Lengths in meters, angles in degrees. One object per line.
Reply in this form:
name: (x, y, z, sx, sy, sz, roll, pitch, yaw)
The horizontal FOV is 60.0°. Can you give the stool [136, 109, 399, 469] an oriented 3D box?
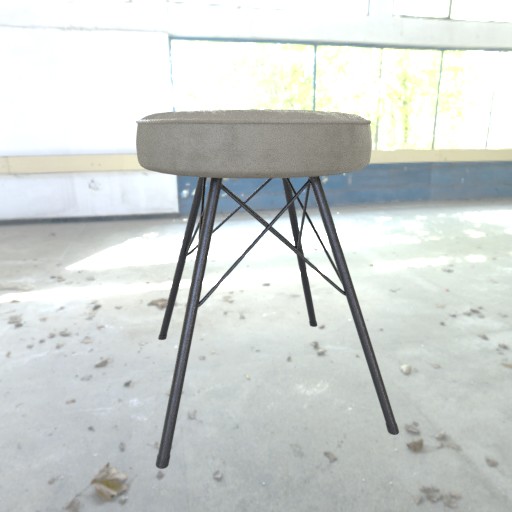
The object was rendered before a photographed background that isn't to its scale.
stool: (0.000, 0.000, 0.867, 0.423, 0.538, 0.457, -3, 17, -11)
